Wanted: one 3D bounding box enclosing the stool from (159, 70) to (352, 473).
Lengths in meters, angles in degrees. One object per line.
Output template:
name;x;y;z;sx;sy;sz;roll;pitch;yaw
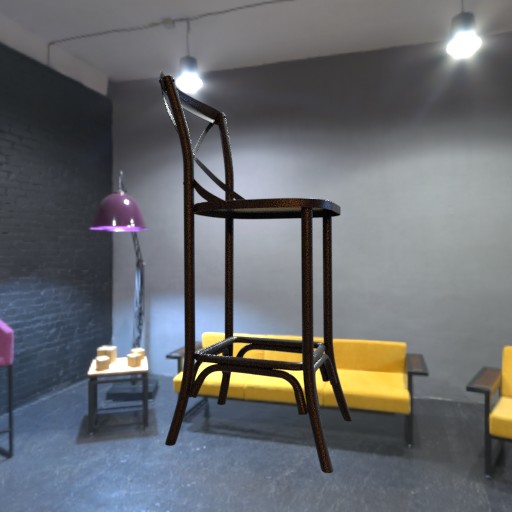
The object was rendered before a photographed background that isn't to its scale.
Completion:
stool;0.000;0.000;1.479;0.584;1.168;0.457;0;1;20
